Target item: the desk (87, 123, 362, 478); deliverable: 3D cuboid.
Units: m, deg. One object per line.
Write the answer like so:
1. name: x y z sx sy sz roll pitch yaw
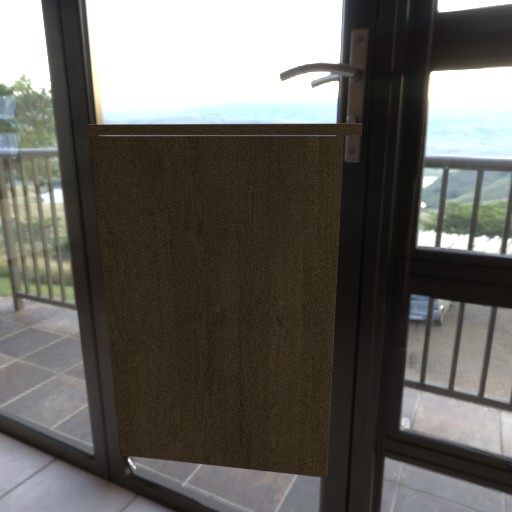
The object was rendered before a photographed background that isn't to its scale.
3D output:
1. desk: 0.000 0.000 1.305 0.498 0.724 0.893 2 15 8
